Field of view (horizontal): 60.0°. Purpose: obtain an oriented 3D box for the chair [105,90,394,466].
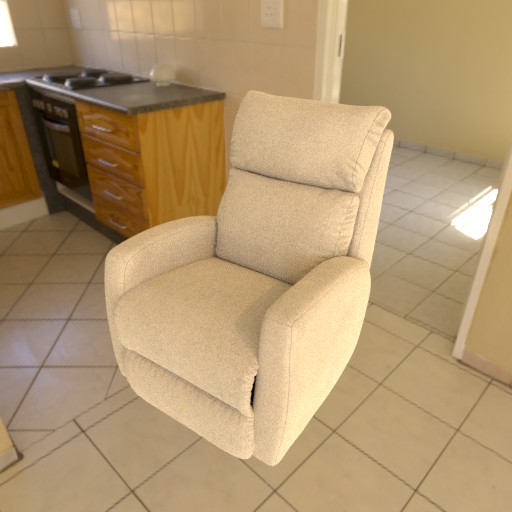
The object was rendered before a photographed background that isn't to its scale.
[{"bbox_3d":[0.000,0.000,1.650,0.794,1.021,0.940,19,35,29],"label":"chair"}]
